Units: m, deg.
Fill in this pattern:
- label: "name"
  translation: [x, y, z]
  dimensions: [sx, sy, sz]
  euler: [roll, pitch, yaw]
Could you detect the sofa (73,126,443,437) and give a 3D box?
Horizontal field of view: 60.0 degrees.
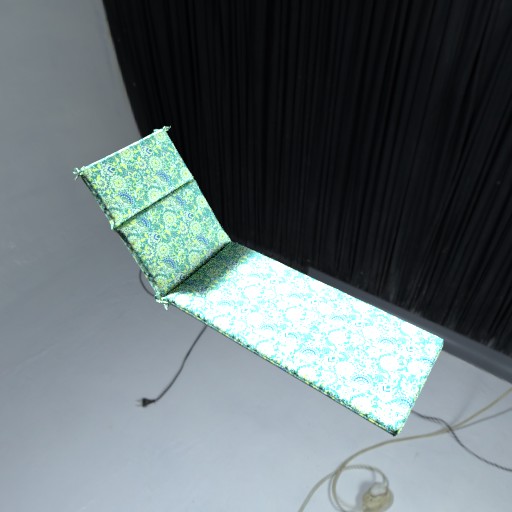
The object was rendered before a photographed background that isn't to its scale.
- label: "sofa"
  translation: [0.000, 0.000, 1.975]
  dimensions: [1.663, 0.622, 0.582]
  euler: [25, 47, 26]
